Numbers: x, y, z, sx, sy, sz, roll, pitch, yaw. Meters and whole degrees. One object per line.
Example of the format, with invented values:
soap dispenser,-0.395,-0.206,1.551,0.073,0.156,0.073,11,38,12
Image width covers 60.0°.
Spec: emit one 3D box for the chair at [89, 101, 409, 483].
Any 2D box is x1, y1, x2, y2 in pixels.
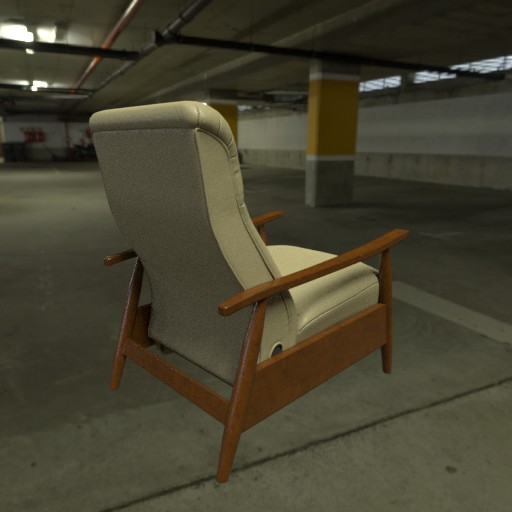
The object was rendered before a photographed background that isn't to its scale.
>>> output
chair,0.000,0.000,1.755,1.014,1.082,0.762,-13,19,-42
